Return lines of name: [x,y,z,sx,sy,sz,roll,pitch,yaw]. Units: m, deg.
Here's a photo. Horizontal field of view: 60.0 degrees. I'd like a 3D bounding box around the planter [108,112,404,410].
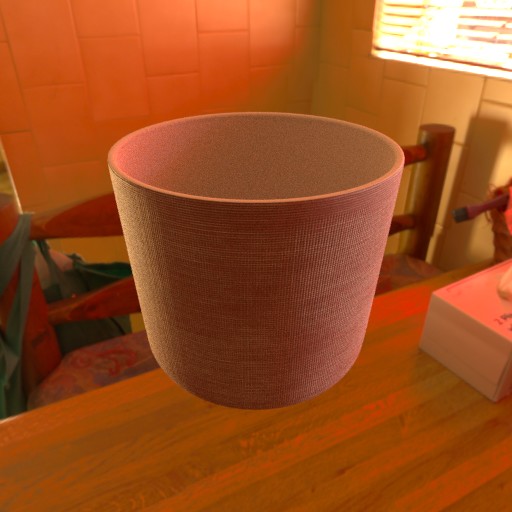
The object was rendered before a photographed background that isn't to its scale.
planter: [0.000,0.000,0.783,0.440,0.398,0.440,0,31,0]
